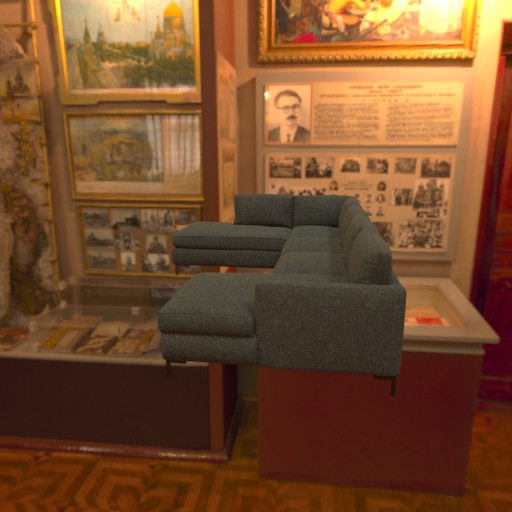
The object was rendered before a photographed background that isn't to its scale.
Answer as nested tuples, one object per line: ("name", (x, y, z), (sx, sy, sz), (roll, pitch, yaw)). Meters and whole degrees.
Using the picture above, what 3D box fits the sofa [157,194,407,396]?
("sofa", (0.000, 0.000, 3.843), (2.007, 0.813, 2.956), (2, 14, 8))
